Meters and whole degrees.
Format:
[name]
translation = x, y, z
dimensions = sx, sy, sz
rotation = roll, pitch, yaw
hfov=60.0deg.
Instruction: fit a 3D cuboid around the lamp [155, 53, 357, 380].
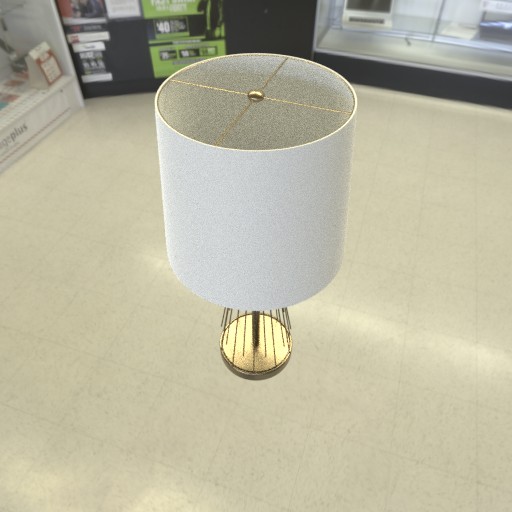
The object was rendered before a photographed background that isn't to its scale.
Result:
[lamp]
translation = 0.000, 0.000, 0.792
dimensions = 0.303, 0.618, 0.303
rotation = 0, 47, 0
